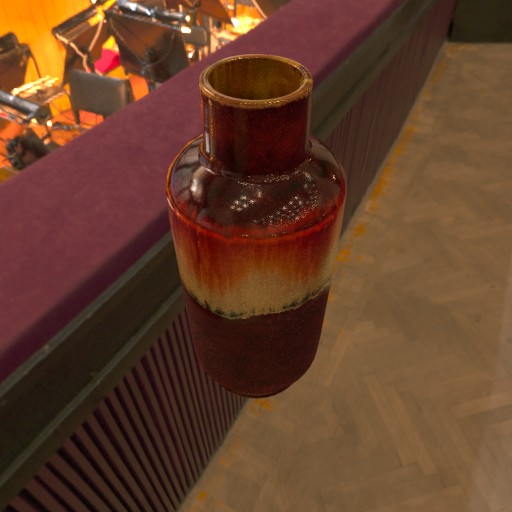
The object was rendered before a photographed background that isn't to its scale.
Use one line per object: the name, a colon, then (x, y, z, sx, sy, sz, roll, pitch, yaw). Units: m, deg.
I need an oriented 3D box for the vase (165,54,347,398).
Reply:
vase: (0.000, 0.000, 0.317, 0.111, 0.261, 0.111, 0, 46, 0)
